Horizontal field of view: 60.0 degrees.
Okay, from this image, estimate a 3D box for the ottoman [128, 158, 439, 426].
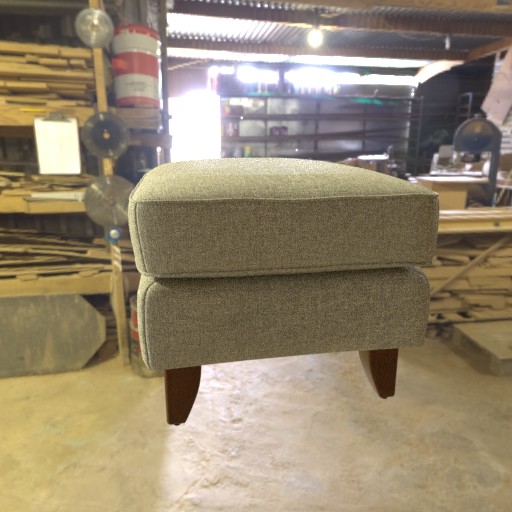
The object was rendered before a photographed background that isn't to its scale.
[{"bbox_3d":[0.000,0.000,1.317,0.661,0.561,0.889,-3,14,-11],"label":"ottoman"}]
